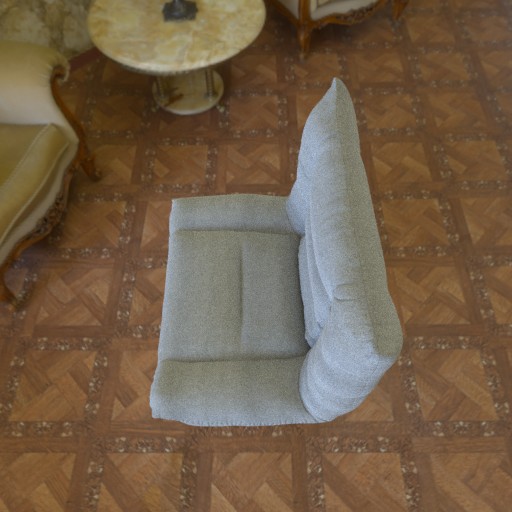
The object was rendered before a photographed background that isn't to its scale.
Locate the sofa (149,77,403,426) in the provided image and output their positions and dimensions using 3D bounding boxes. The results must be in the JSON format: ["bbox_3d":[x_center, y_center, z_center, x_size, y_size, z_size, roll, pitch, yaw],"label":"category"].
[{"bbox_3d":[0.000,0.000,1.752,0.847,0.795,1.144,-1,57,-1],"label":"sofa"}]
